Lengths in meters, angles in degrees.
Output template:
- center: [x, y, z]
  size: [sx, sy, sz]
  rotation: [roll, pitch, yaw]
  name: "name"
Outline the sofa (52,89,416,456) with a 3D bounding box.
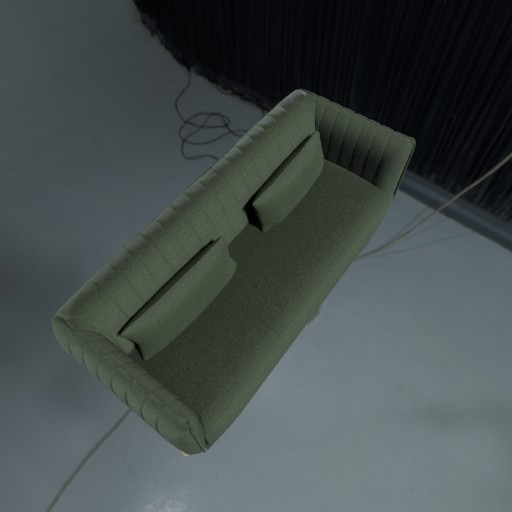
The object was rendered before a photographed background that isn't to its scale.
- center: [0.000, 0.000, 2.618]
  size: [0.896, 0.793, 2.137]
  rotation: [32, 64, 18]
  name: "sofa"
